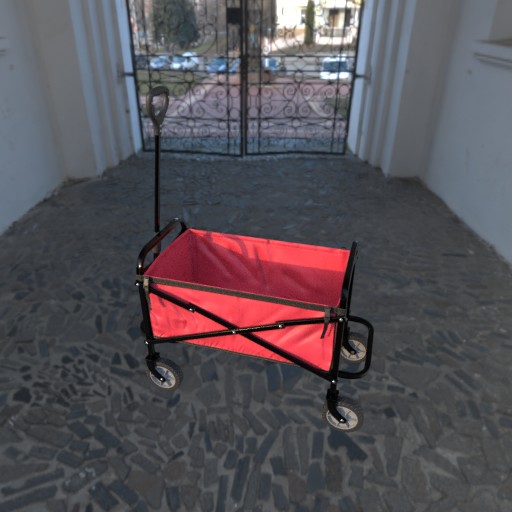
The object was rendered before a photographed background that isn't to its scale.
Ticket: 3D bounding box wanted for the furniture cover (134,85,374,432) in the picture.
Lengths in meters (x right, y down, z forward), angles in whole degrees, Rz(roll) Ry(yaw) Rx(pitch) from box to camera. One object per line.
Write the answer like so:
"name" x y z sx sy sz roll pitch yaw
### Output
"furniture cover" 0.000 0.000 1.834 1.038 1.295 0.532 8 30 14
